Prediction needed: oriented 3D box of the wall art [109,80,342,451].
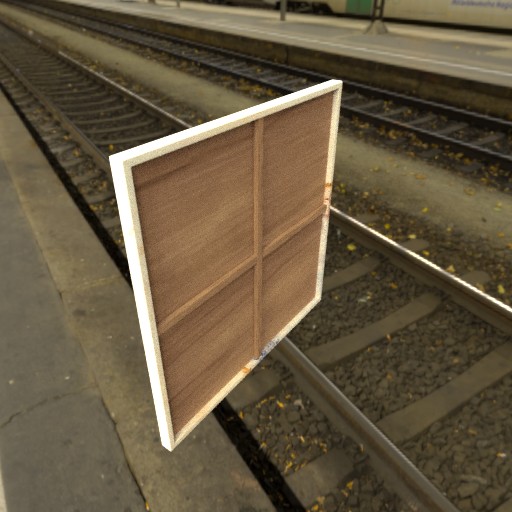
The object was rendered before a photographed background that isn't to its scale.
[{"bbox_3d":[0.000,0.000,1.368,0.038,0.889,0.889,22,38,30],"label":"wall art"}]
